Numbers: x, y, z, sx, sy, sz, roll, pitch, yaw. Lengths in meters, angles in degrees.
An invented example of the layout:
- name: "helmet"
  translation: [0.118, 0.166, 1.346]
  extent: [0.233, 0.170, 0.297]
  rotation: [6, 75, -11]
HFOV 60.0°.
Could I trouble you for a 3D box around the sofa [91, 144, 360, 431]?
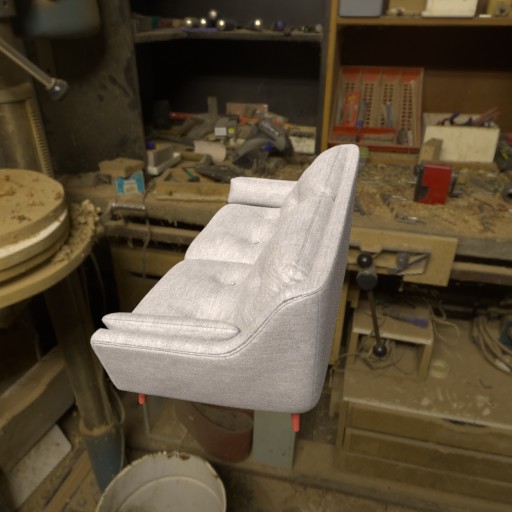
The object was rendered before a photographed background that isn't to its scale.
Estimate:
- name: "sofa"
  translation: [0.000, 0.000, 2.493]
  extent: [0.976, 0.897, 1.930]
  rotation: [8, 31, 13]
